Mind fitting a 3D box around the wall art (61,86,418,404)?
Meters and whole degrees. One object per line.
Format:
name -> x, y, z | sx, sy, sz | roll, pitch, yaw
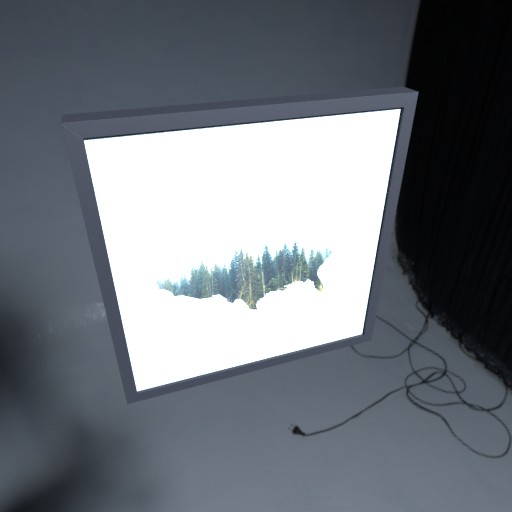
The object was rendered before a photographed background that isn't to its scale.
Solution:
wall art -> 0.000, 0.000, 0.755 | 0.509, 0.509, 0.040 | -11, 34, -16
